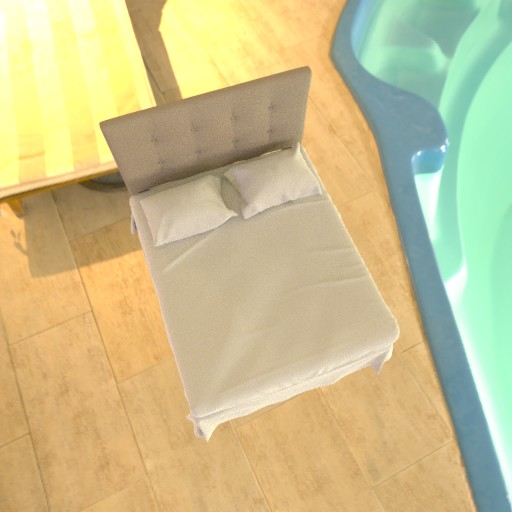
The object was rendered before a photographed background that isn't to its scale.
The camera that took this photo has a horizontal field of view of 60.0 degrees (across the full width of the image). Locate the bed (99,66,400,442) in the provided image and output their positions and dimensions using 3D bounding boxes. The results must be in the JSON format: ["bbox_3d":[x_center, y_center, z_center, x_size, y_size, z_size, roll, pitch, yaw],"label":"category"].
[{"bbox_3d":[0.000,0.000,3.543,1.936,1.577,2.222,-18,66,-9],"label":"bed"}]
